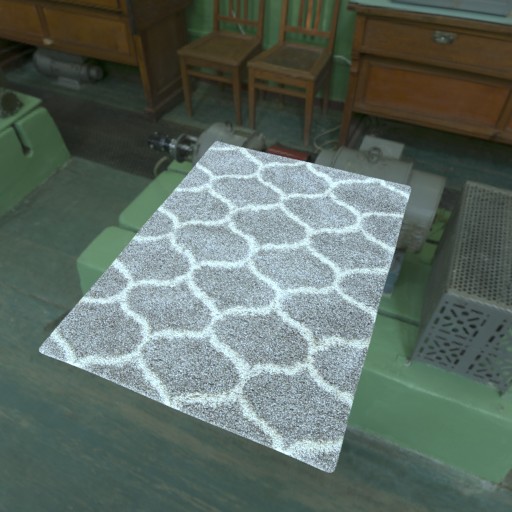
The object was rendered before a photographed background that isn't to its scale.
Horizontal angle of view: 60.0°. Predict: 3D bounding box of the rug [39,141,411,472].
[{"bbox_3d":[0.000,0.000,2.092,1.200,0.025,1.600,17,49,15],"label":"rug"}]
